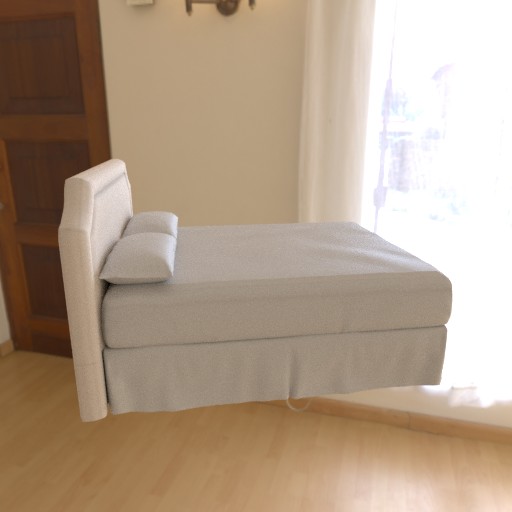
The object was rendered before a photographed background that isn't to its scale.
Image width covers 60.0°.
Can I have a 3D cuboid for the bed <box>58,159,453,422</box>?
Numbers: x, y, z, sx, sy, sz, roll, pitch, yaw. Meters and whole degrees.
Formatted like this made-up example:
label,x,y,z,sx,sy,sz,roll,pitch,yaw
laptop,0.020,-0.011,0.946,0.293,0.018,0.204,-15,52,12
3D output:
label,x,y,z,sx,sy,sz,roll,pitch,yaw
bed,0.000,0.000,3.184,2.164,1.297,1.828,-2,17,-8
